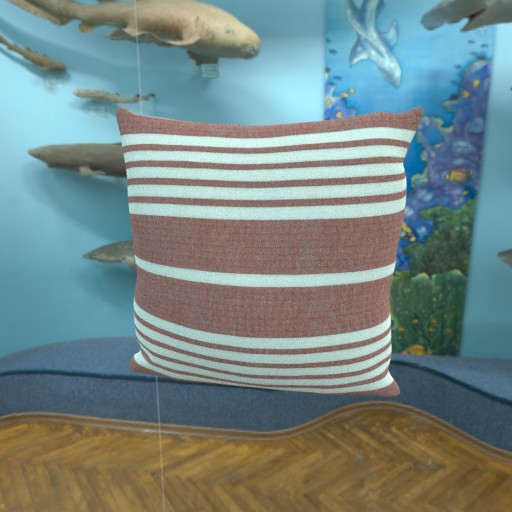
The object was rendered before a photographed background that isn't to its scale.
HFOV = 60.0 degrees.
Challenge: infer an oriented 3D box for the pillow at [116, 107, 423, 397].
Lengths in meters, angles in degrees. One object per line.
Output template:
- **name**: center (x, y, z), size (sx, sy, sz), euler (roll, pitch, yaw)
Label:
- **pillow**: center (0.000, 0.000, 0.657), size (0.439, 0.427, 0.182), euler (3, 14, 11)
